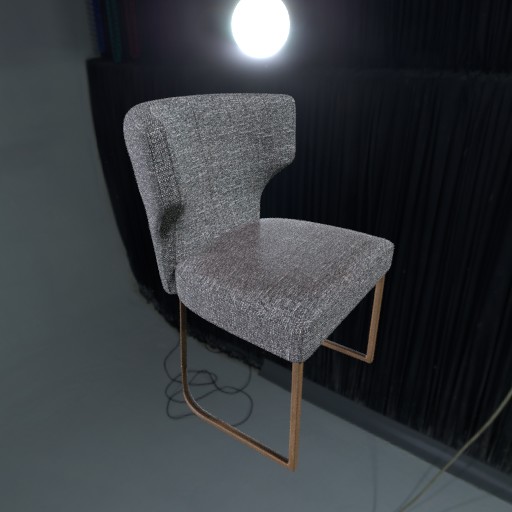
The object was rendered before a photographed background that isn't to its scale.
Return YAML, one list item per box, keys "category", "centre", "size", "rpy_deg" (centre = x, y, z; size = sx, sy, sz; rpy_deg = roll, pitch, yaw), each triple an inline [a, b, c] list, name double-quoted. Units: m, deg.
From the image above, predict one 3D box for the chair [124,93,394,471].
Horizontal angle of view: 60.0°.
- category: "chair"
  centre: [0.000, 0.000, 1.256]
  size: [0.617, 0.824, 0.611]
  rpy_deg: [17, 31, 31]
